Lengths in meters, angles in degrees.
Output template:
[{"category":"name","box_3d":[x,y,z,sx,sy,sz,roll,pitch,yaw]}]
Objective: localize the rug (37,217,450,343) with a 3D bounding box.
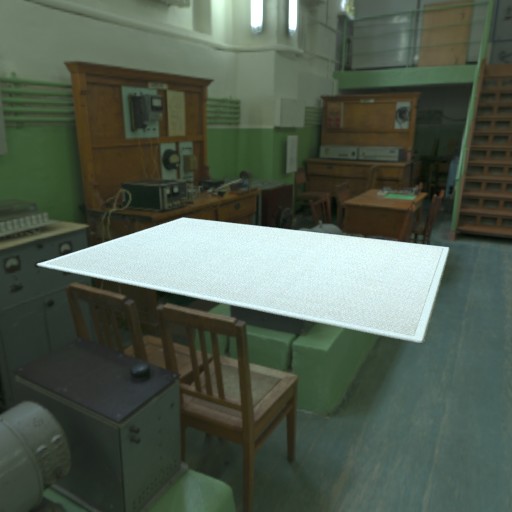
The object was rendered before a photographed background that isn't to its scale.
[{"category":"rug","box_3d":[0.000,0.000,2.891,2.244,0.017,1.532,8,19,25]}]
